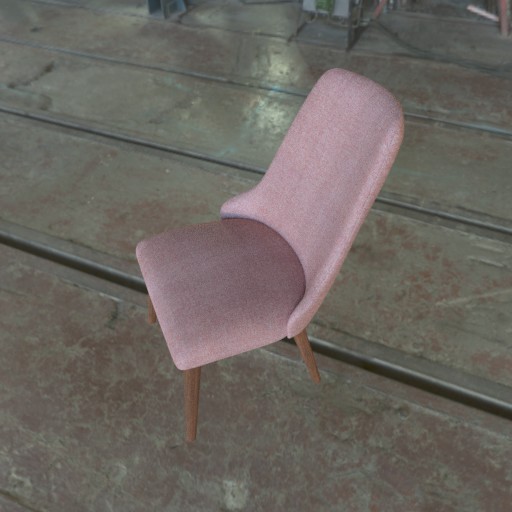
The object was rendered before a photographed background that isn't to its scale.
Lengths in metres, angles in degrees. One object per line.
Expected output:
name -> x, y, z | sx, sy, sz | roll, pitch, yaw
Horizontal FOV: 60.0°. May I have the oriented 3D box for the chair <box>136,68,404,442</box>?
chair -> 0.000, 0.000, 1.334 | 0.707, 0.918, 0.535 | -17, 49, -16
